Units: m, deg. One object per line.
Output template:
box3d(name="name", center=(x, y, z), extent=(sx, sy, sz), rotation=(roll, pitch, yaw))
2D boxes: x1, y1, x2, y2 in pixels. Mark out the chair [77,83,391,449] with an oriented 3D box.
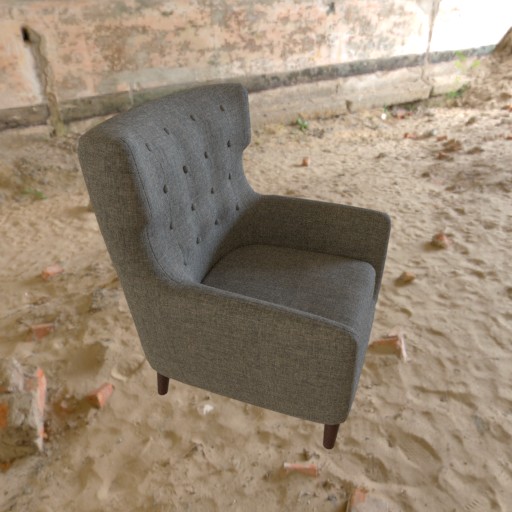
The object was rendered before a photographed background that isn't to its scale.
box3d(name="chair", center=(0.000, 0.000, 1.659), extent=(0.904, 1.063, 0.878), rotation=(11, 33, 18))
